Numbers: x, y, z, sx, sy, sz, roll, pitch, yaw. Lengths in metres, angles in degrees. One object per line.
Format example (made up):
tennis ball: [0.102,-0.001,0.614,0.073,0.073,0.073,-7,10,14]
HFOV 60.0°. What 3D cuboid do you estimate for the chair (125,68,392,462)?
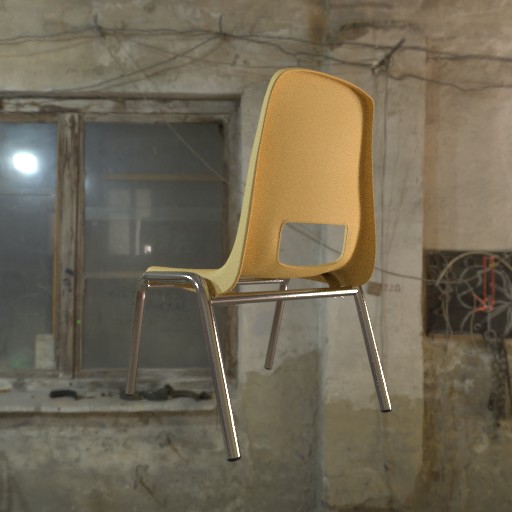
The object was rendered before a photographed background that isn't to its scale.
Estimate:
chair: [0.000,0.000,0.804,0.354,0.536,0.385,0,0,-36]
